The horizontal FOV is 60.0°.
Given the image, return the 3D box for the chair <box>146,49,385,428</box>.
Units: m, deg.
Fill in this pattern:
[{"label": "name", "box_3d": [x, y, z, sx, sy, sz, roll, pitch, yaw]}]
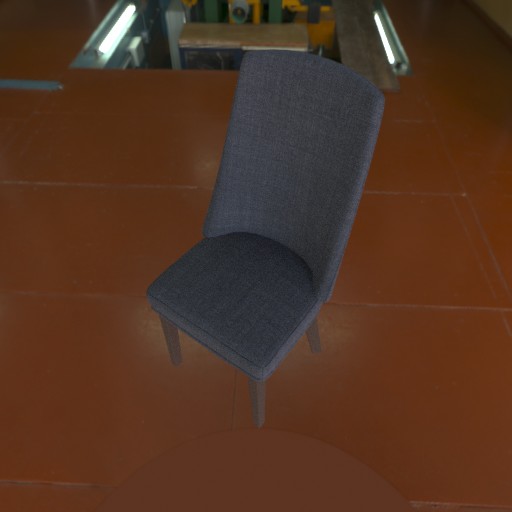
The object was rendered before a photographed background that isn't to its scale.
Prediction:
[{"label": "chair", "box_3d": [0.000, 0.000, 1.390, 0.510, 1.050, 0.577, 29, 53, 24]}]
